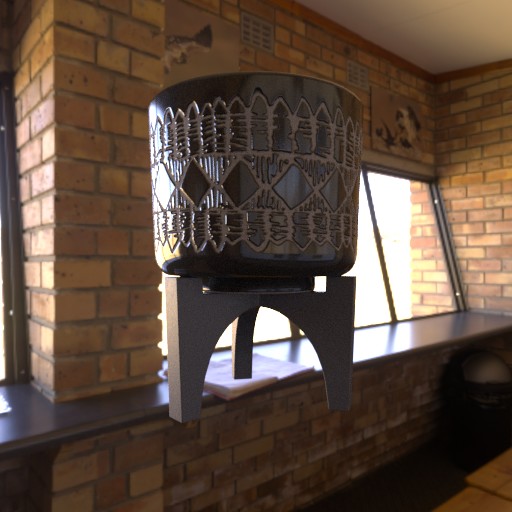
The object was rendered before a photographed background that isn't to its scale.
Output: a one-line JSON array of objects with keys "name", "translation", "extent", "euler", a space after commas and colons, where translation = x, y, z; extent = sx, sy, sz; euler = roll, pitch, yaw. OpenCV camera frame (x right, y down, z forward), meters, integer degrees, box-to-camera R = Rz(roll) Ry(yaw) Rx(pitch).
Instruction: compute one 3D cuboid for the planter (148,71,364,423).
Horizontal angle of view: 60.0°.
[{"name": "planter", "translation": [0.000, 0.000, 0.413], "extent": [0.196, 0.264, 0.196], "euler": [0, -1, 18]}]
